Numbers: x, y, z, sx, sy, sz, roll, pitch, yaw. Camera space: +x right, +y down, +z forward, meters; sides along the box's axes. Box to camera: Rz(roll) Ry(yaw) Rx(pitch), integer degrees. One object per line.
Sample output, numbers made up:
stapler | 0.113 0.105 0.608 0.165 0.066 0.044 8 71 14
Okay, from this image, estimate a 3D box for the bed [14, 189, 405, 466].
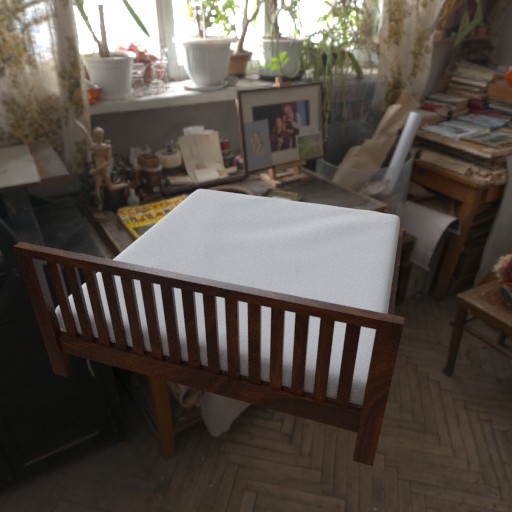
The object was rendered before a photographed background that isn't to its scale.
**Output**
bed | 0.000 0.000 3.035 1.905 0.890 2.030 10 32 16
